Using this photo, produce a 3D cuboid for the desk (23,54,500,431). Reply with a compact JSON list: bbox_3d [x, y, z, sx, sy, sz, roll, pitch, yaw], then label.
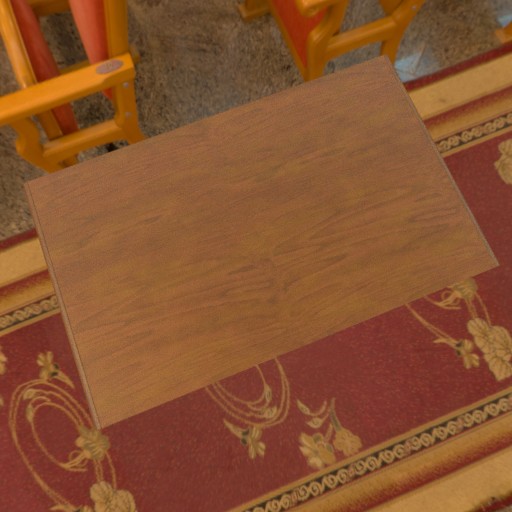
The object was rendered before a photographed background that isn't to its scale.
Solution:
[{"bbox_3d":[0.000,0.000,1.500,1.066,0.754,0.660,-21,78,-5],"label":"desk"}]
